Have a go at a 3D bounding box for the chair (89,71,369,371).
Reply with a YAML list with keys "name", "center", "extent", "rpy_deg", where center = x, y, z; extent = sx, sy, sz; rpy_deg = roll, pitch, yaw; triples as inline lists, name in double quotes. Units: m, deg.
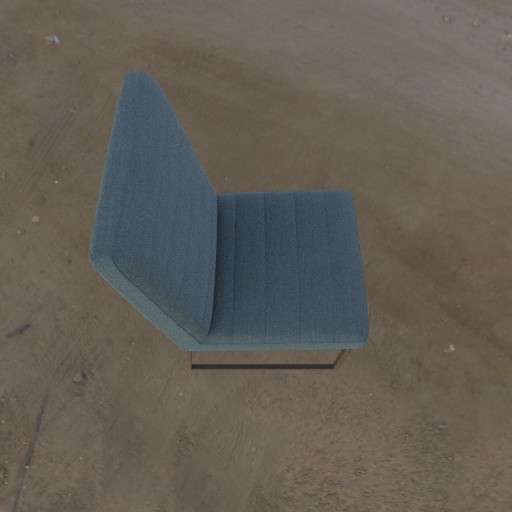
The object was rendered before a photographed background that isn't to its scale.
- name: "chair"
  center: [0.000, 0.000, 1.319]
  extent: [0.634, 0.930, 0.520]
  rpy_deg: [0, 62, 0]
